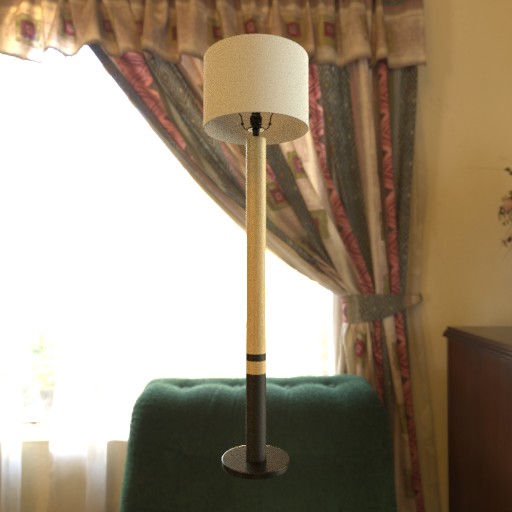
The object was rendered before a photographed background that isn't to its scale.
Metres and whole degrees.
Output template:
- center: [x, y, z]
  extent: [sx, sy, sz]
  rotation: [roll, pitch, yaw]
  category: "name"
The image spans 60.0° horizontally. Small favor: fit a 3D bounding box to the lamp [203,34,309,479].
- center: [0.000, 0.000, 1.603]
  extent: [0.381, 1.478, 0.381]
  rotation: [1, -2, -19]
  category: "lamp"
